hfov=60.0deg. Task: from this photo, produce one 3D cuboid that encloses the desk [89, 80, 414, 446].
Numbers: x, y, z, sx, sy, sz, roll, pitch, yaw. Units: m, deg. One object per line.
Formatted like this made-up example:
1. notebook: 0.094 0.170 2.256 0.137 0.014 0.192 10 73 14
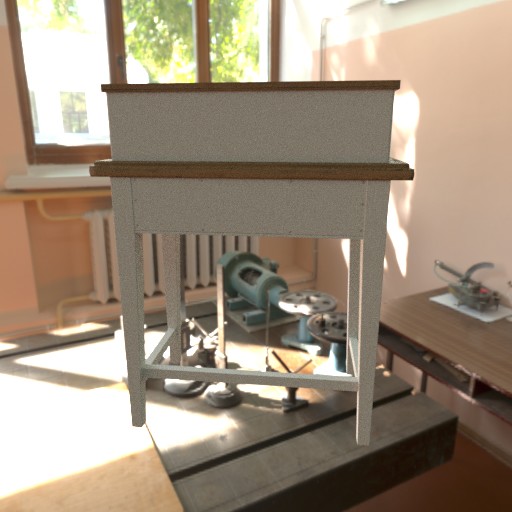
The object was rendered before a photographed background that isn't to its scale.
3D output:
1. desk: 0.000 0.000 1.397 0.814 0.981 0.462 2 16 7
